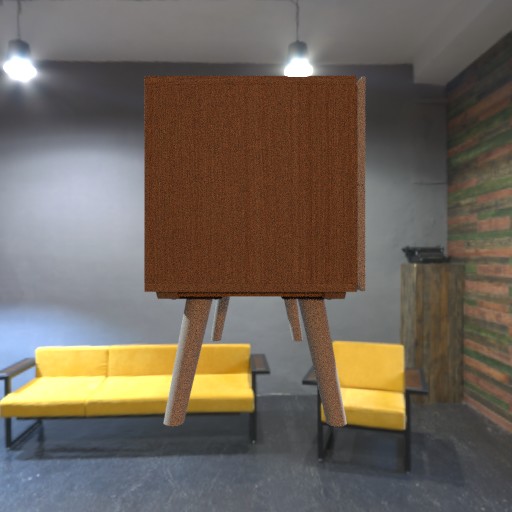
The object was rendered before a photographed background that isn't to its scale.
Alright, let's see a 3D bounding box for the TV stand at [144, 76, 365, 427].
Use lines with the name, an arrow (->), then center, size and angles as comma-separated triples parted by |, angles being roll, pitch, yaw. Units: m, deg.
TV stand -> 0.000, 0.000, 1.309 | 0.407, 0.660, 0.991 | 0, 0, 0
